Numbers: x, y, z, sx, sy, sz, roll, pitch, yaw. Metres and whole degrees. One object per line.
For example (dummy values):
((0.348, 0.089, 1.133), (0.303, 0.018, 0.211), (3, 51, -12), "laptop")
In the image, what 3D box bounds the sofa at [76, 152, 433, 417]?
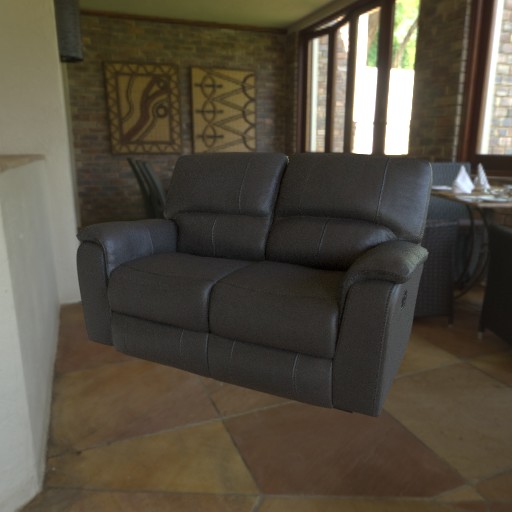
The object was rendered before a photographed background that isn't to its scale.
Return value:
((0.000, 0.000, 2.452), (1.765, 1.111, 1.104), (7, 15, 26), "sofa")
